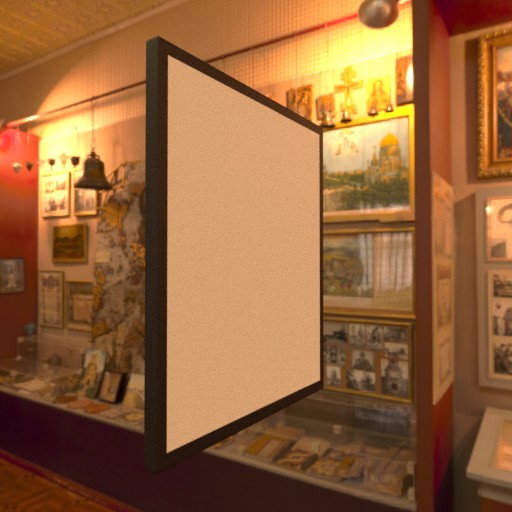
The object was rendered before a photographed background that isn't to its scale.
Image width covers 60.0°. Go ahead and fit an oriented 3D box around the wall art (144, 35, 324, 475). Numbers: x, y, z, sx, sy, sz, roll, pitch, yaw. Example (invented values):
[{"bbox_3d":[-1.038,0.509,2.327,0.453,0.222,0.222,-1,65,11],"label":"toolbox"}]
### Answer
[{"bbox_3d":[0.000,0.000,0.695,0.021,0.509,0.430,-1,-1,35],"label":"wall art"}]
